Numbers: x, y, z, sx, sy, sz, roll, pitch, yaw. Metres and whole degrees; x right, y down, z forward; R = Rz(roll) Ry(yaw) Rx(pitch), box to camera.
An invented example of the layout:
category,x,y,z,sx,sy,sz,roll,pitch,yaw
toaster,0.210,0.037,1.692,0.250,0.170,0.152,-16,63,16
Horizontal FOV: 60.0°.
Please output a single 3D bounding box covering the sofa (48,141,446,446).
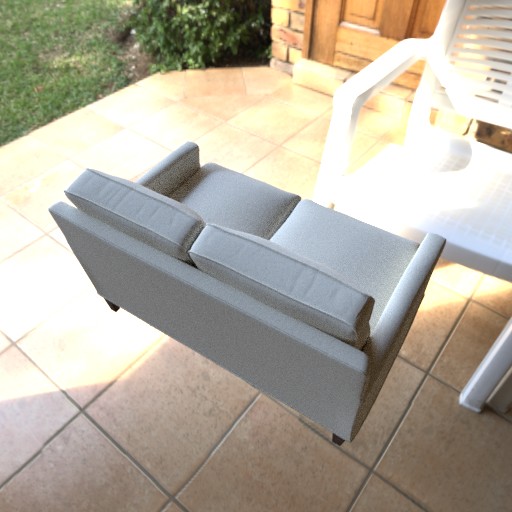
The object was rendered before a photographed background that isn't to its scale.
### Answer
category,x,y,z,sx,sy,sz,roll,pitch,yaw
sofa,0.000,0.000,2.228,1.597,1.003,1.084,25,52,21
